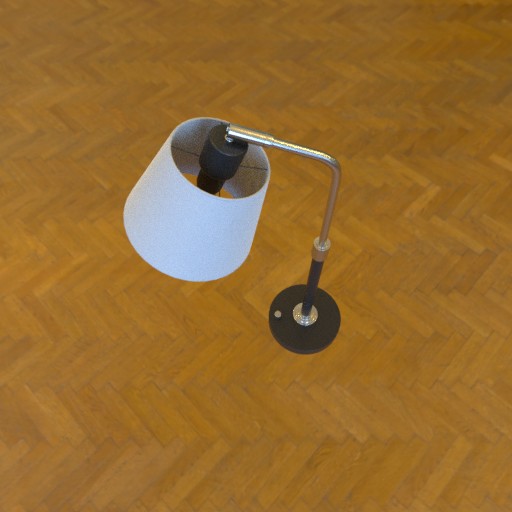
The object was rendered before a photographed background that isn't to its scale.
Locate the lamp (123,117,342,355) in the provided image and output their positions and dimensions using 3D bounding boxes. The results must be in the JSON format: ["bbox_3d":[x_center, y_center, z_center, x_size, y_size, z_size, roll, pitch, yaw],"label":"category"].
[{"bbox_3d":[0.000,0.000,0.696,0.348,0.539,0.181,-2,59,-1],"label":"lamp"}]
